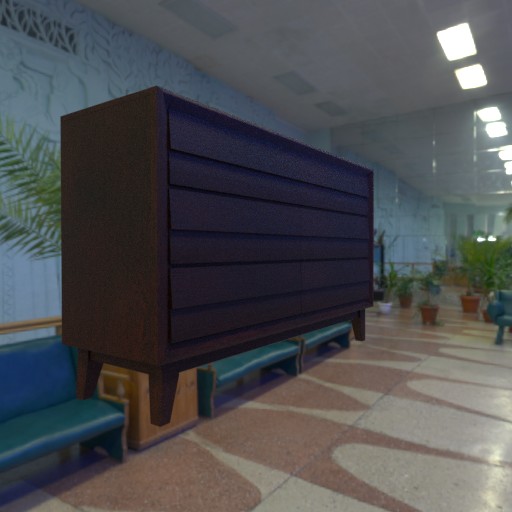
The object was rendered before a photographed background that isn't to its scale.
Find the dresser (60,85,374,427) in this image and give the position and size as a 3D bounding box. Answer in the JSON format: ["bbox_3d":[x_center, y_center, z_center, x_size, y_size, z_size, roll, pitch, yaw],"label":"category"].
[{"bbox_3d":[0.000,0.000,2.032,0.499,0.971,1.609,1,1,36],"label":"dresser"}]
